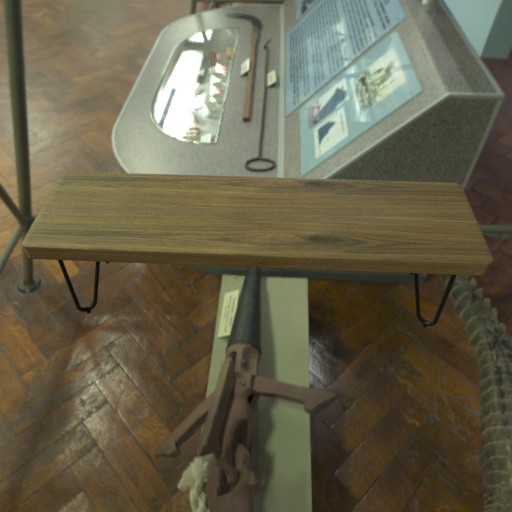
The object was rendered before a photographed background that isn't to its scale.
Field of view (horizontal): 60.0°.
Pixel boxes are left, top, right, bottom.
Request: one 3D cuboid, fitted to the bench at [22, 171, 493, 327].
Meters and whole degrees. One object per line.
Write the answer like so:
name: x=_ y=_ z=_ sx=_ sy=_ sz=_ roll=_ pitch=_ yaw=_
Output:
bench: x=0.000 y=0.000 z=1.770 sx=1.570 sy=0.462 sz=0.425 roll=2 pitch=47 yaw=2
